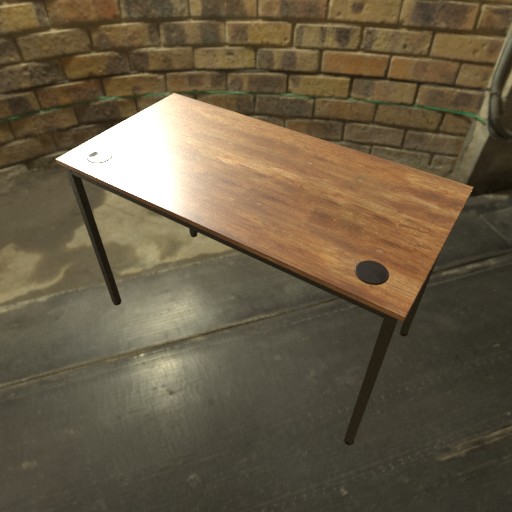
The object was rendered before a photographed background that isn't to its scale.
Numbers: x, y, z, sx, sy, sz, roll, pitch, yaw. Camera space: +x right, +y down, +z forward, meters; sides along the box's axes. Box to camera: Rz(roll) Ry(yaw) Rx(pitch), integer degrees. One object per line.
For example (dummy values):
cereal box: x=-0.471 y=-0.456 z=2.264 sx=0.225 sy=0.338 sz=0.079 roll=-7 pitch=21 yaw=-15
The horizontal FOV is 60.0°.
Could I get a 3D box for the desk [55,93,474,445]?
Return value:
desk: x=0.000 y=0.000 z=1.672 sx=1.200 sy=0.749 sz=0.600 roll=25 pitch=50 yaw=23
